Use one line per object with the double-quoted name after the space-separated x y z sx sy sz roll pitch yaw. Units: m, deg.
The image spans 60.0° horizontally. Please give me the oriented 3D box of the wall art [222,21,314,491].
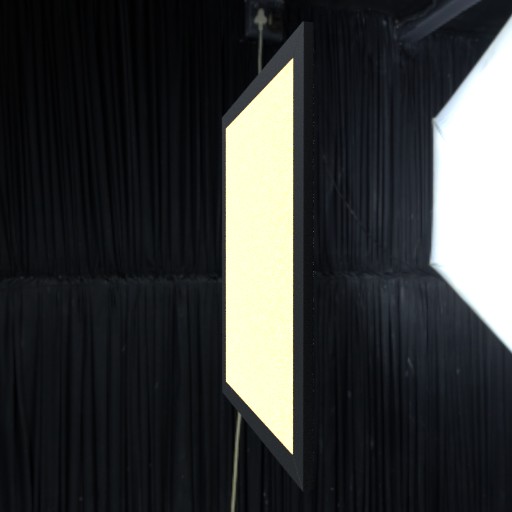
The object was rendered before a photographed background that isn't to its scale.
0.000 0.000 0.588 0.011 0.459 0.326 0 1 -18 "wall art"
